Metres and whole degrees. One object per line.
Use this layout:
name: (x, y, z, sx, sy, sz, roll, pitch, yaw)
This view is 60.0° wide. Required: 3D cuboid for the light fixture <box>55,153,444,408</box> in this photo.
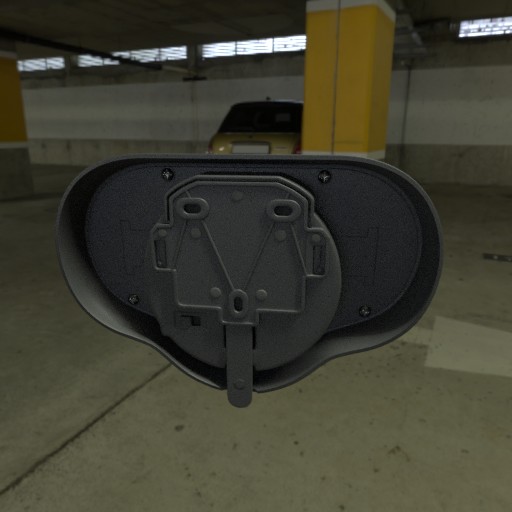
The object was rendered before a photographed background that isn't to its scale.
light fixture: (0.000, 0.000, 0.337, 0.229, 0.159, 0.159, 2, 16, 7)
